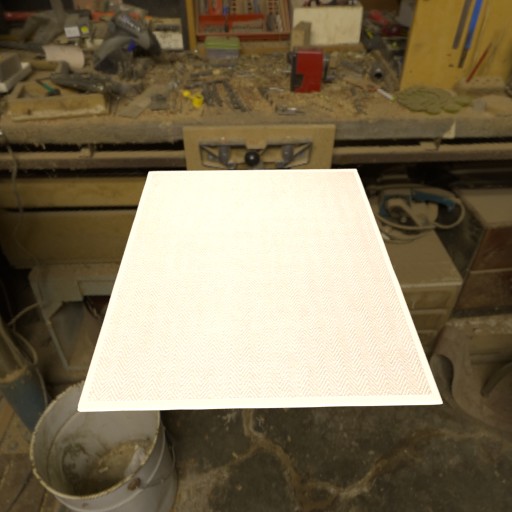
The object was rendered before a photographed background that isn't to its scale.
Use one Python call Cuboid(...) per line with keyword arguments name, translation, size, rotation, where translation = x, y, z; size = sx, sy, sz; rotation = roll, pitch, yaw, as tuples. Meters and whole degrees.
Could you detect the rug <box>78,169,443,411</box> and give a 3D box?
Cuboid(name="rug", translation=(0.000, 0.000, 4.044), size=(2.423, 0.019, 3.009), rotation=(-1, 42, -1))
